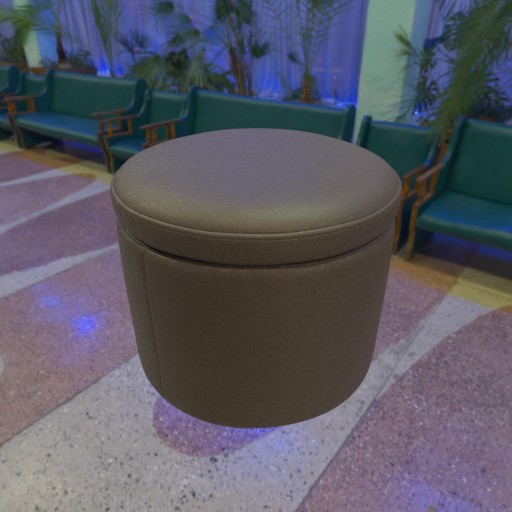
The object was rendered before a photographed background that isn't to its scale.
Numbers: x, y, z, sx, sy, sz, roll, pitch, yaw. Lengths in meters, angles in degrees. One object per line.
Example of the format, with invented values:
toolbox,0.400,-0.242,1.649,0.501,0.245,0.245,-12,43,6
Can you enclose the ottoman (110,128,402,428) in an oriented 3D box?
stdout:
ottoman,0.000,0.000,0.865,0.500,0.409,0.500,0,30,0
